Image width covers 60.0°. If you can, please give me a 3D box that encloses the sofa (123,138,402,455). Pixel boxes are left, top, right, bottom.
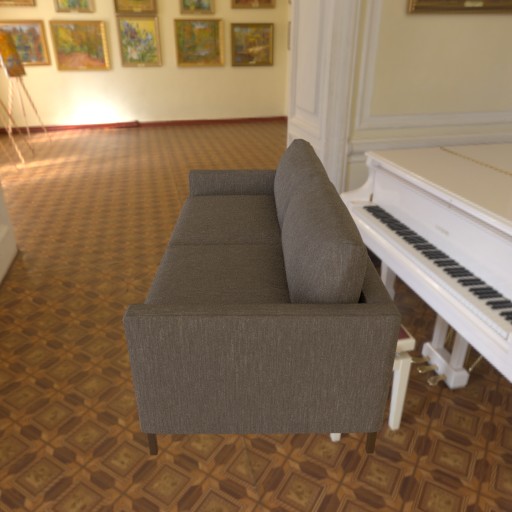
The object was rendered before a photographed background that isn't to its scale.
[{"bbox_3d":[0.000,0.000,2.157,0.875,0.840,1.682,0,26,-1],"label":"sofa"}]
